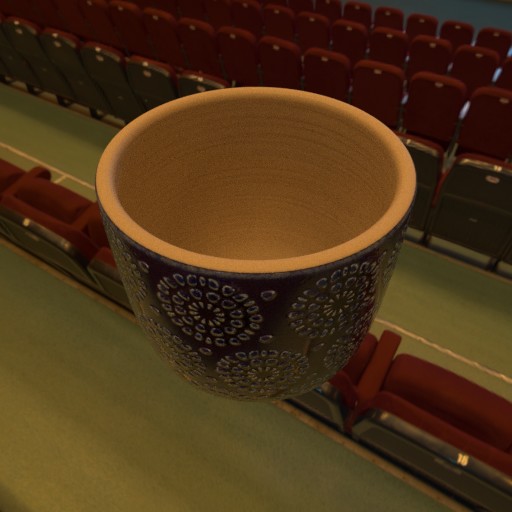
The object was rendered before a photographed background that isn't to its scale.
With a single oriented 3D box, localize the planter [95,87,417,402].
[{"bbox_3d":[0.000,0.000,0.283,0.165,0.149,0.165,0,46,0],"label":"planter"}]
